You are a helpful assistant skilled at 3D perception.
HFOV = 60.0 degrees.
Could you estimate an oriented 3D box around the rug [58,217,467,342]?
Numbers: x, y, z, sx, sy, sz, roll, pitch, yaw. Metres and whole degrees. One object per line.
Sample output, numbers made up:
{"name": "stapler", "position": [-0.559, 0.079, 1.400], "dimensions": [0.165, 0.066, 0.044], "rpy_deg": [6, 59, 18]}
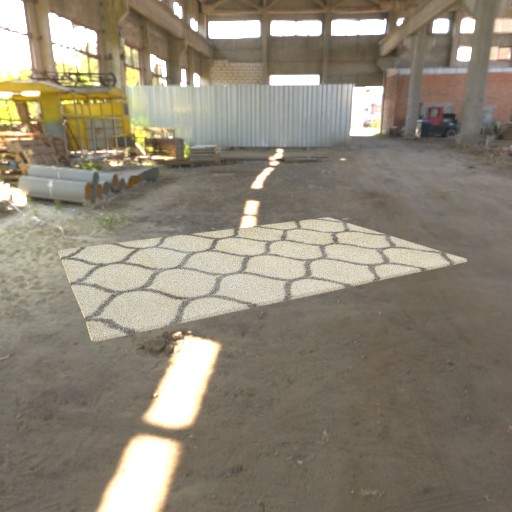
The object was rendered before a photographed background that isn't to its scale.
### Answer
{"name": "rug", "position": [0.000, 0.000, 3.002], "dimensions": [2.348, 0.024, 1.501], "rpy_deg": [-9, 19, -27]}
